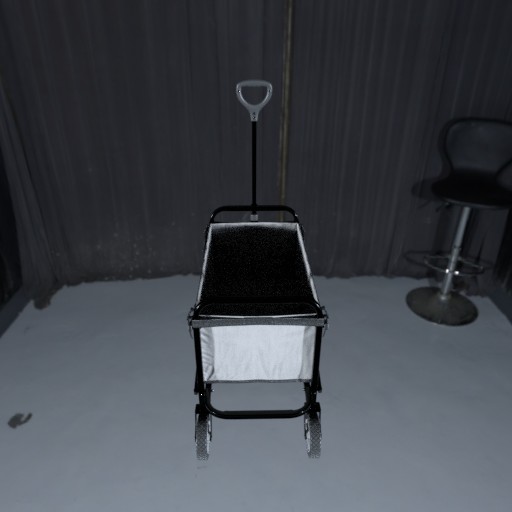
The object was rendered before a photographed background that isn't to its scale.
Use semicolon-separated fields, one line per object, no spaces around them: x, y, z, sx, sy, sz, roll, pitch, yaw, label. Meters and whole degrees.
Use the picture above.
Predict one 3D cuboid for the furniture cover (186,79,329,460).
0.000;0.000;1.849;0.532;1.295;1.038;-1;28;-1;furniture cover
